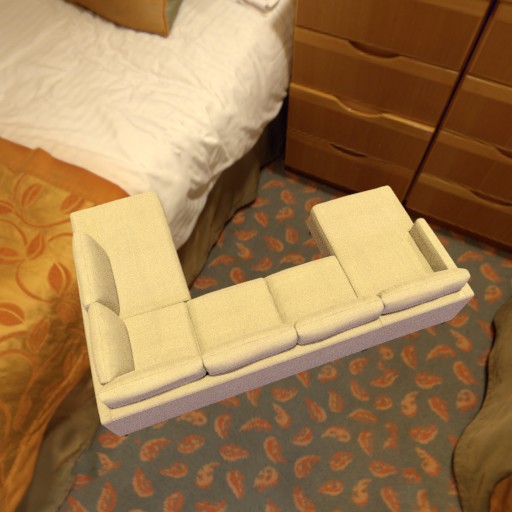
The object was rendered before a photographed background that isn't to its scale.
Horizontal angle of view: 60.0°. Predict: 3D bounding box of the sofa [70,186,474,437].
[{"bbox_3d":[0.000,0.000,3.560,2.737,0.756,1.879,-17,60,-10],"label":"sofa"}]
